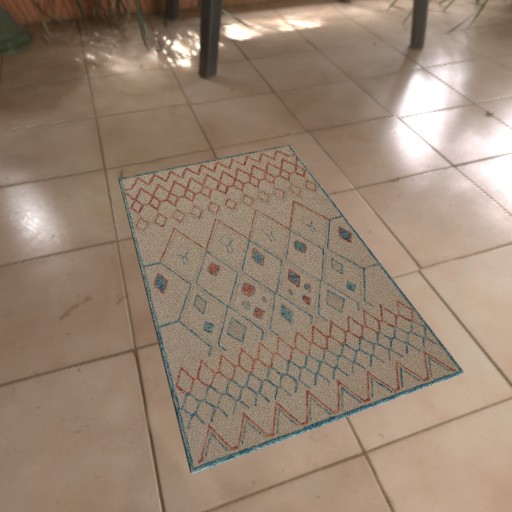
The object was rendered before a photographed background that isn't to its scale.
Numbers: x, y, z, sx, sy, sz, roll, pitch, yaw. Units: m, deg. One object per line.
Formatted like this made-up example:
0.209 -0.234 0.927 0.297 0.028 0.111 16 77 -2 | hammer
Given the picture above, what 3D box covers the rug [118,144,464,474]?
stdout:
0.000 0.000 3.022 1.524 0.015 2.438 -15 47 -14 | rug
